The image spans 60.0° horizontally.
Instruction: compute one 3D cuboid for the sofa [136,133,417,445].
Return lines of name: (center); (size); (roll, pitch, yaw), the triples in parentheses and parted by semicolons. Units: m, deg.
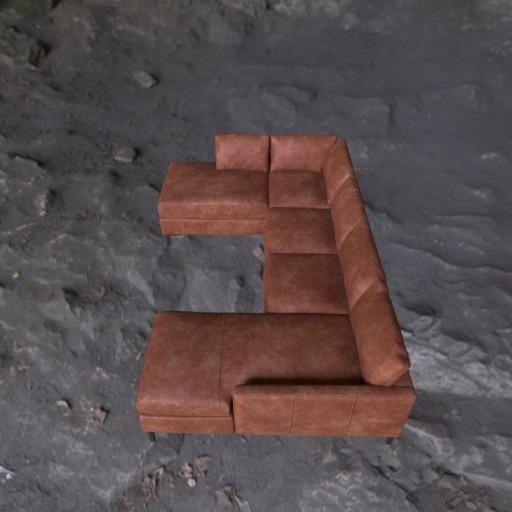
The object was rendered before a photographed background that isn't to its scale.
sofa: (0.000, 0.000, 3.826); (1.939, 0.900, 2.956); (1, 42, 1)
